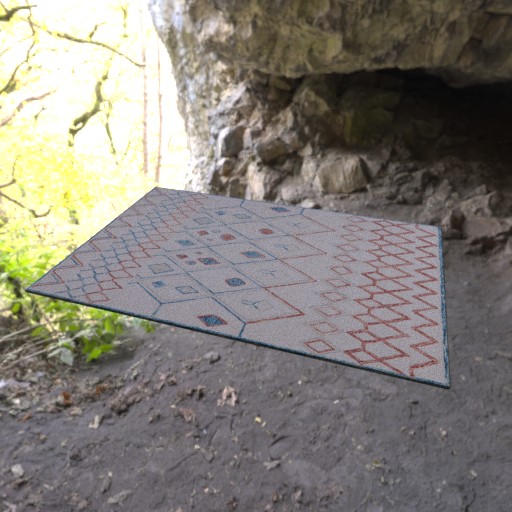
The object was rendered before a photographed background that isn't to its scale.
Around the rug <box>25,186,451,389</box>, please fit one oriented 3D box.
[{"bbox_3d":[0.000,0.000,2.275,1.829,0.016,1.219,10,34,15],"label":"rug"}]
